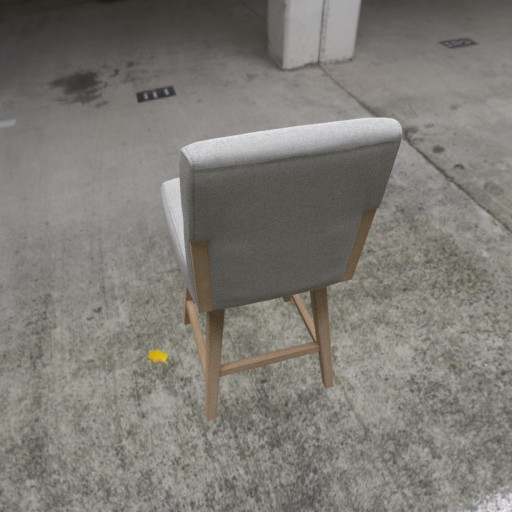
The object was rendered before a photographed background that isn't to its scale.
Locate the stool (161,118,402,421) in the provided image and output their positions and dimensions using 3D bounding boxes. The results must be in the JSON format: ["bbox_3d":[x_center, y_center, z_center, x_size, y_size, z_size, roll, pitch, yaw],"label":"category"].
[{"bbox_3d":[0.000,0.000,1.398,0.507,1.085,0.606,-11,42,-13],"label":"stool"}]
